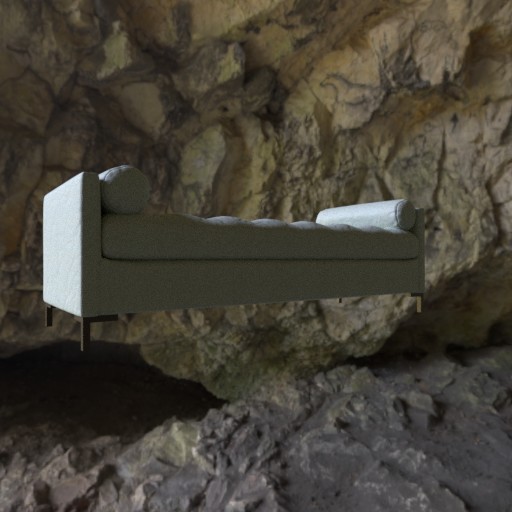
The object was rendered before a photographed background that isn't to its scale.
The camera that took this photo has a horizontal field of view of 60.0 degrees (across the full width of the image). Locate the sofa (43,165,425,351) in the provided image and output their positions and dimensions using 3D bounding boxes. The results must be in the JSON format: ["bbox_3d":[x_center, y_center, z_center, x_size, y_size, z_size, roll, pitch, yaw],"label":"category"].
[{"bbox_3d":[0.000,0.000,2.505,2.102,0.705,0.796,0,0,-35],"label":"sofa"}]
